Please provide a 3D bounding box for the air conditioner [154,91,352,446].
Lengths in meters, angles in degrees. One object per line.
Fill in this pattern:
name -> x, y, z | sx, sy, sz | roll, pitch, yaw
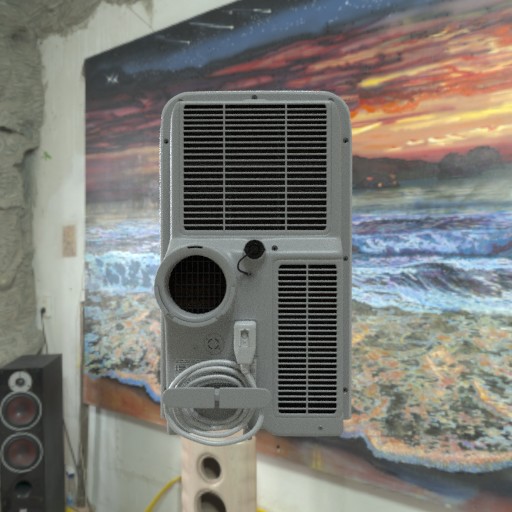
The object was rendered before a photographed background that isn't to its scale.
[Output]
air conditioner -> 0.000, 0.000, 1.073 | 0.449, 0.786, 0.414 | 0, 1, 1
